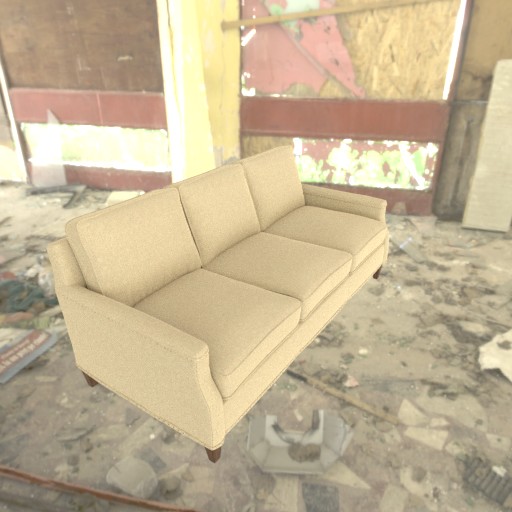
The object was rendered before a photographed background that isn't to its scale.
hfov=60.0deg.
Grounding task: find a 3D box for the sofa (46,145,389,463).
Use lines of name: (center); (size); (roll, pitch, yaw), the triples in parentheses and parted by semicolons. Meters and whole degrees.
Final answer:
sofa: (0.000, 0.000, 2.876); (1.084, 1.003, 2.246); (17, 31, 30)
